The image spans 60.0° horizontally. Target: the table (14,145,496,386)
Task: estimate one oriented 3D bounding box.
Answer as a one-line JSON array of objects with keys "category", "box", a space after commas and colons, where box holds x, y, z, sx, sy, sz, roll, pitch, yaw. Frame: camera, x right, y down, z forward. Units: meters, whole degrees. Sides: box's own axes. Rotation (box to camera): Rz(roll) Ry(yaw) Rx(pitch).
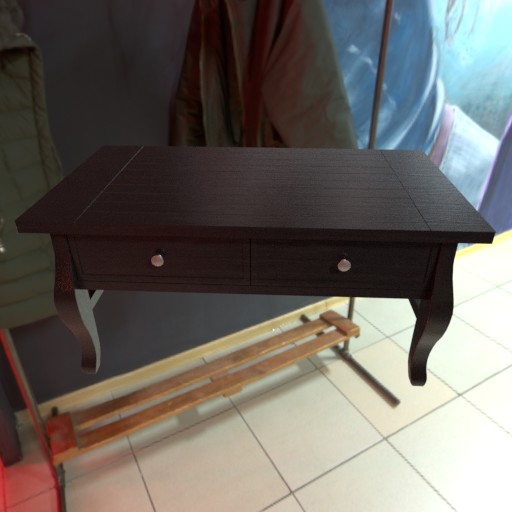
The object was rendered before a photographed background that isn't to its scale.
[{"category": "table", "box": [0.000, 0.000, 1.351, 1.062, 0.494, 0.600, 1, 31, 2]}]
